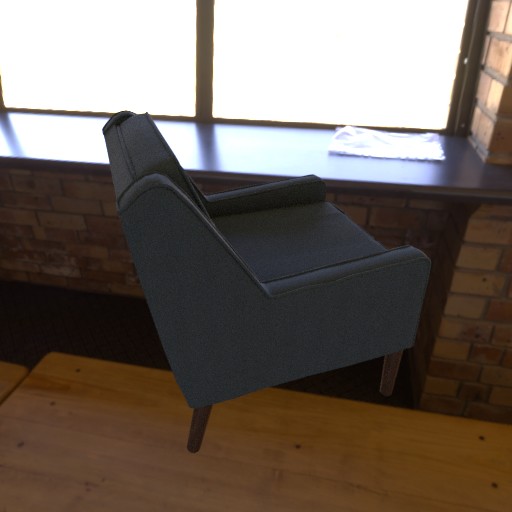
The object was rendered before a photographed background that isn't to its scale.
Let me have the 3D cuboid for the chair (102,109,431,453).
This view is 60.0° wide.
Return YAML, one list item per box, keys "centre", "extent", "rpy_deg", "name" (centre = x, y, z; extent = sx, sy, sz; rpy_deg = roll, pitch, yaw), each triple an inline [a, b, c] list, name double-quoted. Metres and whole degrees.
- centre: [0.000, 0.000, 1.301]
  extent: [0.733, 0.780, 0.663]
  rpy_deg: [-10, 31, -17]
  name: "chair"
